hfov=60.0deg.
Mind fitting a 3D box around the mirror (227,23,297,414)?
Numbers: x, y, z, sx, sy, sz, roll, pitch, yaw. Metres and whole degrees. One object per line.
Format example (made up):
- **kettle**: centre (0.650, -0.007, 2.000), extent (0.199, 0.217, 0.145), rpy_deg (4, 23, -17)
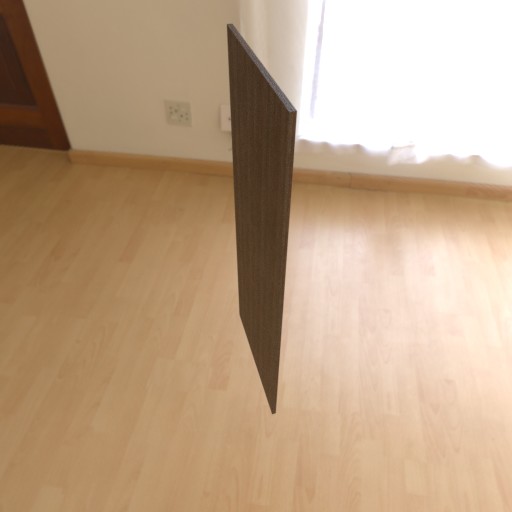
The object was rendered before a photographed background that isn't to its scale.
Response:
- **mirror**: centre (0.000, 0.000, 2.342), extent (0.025, 2.032, 0.812), rpy_deg (-12, 46, -11)
